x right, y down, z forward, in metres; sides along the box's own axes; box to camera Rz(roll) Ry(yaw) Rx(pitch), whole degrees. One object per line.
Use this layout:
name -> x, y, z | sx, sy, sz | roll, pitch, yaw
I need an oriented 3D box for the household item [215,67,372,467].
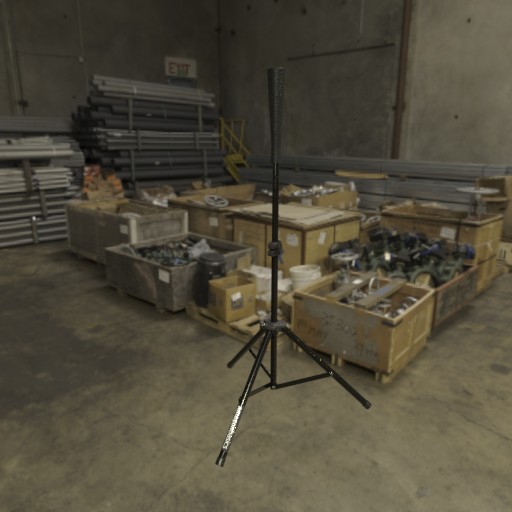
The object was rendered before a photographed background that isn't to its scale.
household item -> 0.000, 0.000, 1.360 | 0.559, 1.067, 0.559 | 14, 20, 43
